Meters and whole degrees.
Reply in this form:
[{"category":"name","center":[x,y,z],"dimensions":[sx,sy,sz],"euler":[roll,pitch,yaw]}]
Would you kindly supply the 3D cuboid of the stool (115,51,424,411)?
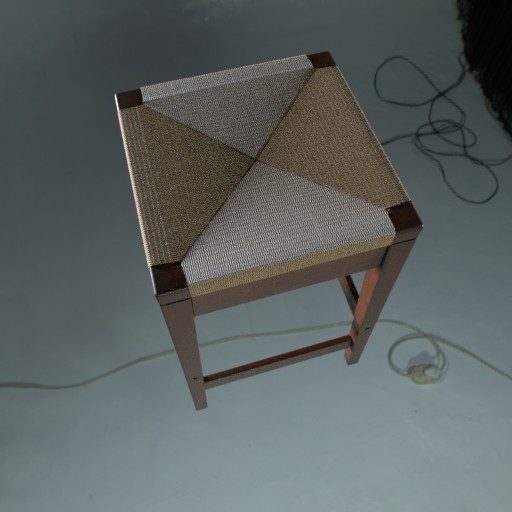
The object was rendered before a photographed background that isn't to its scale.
[{"category":"stool","center":[0.000,0.000,1.094],"dimensions":[0.507,0.762,0.497],"euler":[-14,63,-7]}]
